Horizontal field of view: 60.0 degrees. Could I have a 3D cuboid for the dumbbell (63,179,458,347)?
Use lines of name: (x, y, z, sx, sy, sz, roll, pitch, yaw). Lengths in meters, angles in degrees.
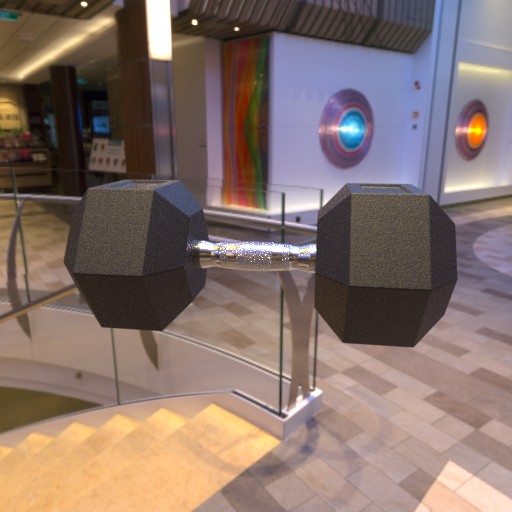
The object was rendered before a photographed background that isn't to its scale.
dumbbell: (0.000, 0.000, 0.477, 0.384, 0.150, 0.173, 2, 16, 8)
